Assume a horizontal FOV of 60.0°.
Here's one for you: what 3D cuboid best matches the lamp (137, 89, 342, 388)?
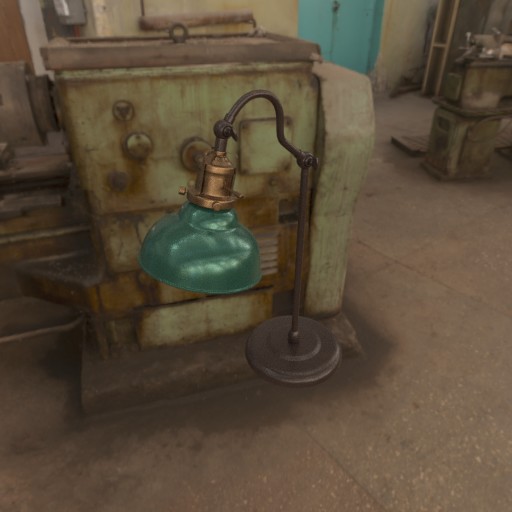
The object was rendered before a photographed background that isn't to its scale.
[{"bbox_3d":[0.000,0.000,0.712,0.374,0.508,0.192,-20,36,-30],"label":"lamp"}]
